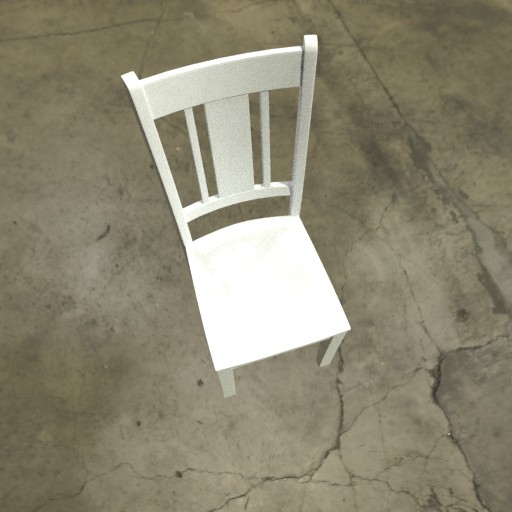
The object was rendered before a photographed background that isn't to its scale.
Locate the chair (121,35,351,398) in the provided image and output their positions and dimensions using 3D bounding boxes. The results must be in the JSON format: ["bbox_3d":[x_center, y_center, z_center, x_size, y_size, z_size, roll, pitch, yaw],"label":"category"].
[{"bbox_3d":[0.000,0.000,1.309,0.450,0.998,0.555,-16,63,-8],"label":"chair"}]
